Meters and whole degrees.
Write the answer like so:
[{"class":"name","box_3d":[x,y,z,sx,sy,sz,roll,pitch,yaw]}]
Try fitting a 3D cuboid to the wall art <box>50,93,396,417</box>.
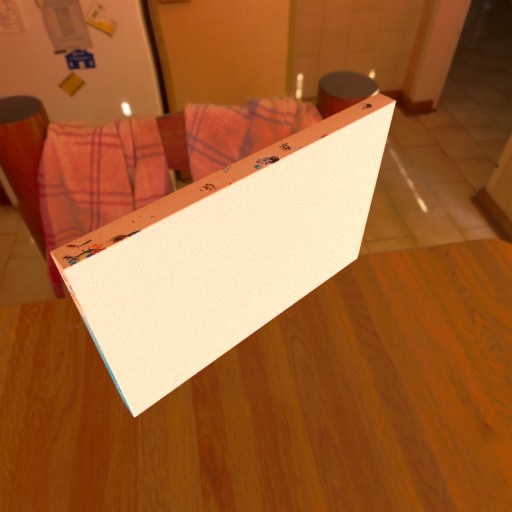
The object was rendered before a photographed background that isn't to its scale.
[{"class":"wall art","box_3d":[0.000,0.000,0.798,0.609,0.406,0.039,-32,54,-26]}]
